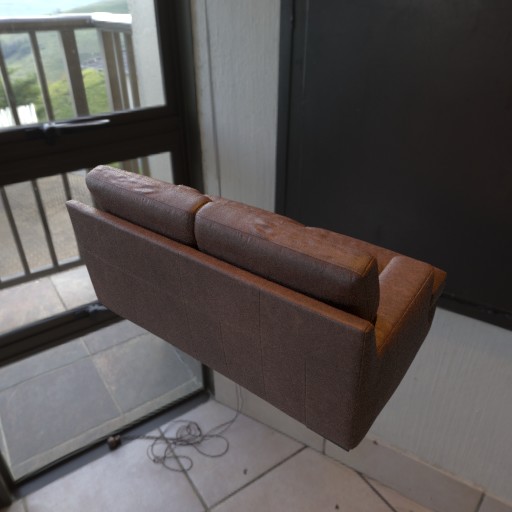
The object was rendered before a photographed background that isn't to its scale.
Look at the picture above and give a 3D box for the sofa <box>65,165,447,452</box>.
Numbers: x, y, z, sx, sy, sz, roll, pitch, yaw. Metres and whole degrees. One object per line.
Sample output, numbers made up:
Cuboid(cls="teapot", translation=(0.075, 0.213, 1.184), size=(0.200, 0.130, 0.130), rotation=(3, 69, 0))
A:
Cuboid(cls="sofa", translation=(0.000, 0.000, 2.500), size=(1.880, 0.939, 1.143), rotation=(21, 37, 31))
